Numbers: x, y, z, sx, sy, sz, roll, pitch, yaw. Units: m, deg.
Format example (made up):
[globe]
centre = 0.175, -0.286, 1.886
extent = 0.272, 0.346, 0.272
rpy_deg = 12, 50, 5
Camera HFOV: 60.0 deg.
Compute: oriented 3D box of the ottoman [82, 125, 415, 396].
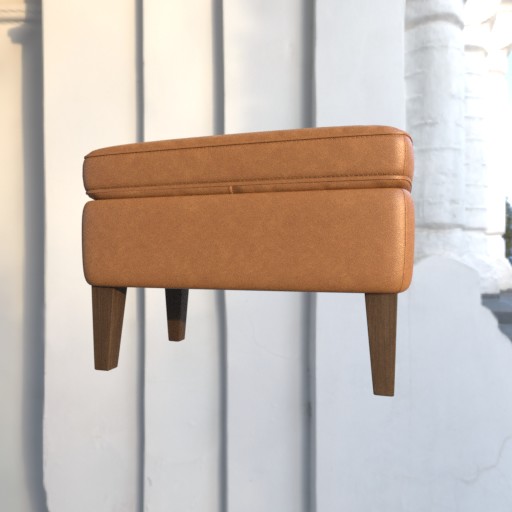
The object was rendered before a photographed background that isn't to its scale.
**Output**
[ottoman]
centre = 0.000, 0.000, 1.001
extent = 0.670, 0.480, 0.420
rpy_deg = 0, 0, 17
